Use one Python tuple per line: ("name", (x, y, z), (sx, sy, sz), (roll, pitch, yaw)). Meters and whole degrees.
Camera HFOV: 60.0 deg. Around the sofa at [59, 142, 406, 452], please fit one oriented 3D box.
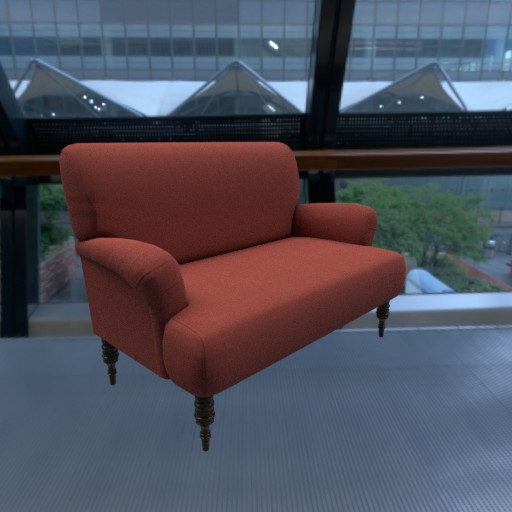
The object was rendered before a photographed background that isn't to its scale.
("sofa", (0.000, 0.000, 1.795), (0.779, 0.889, 1.297), (13, 20, 41))
